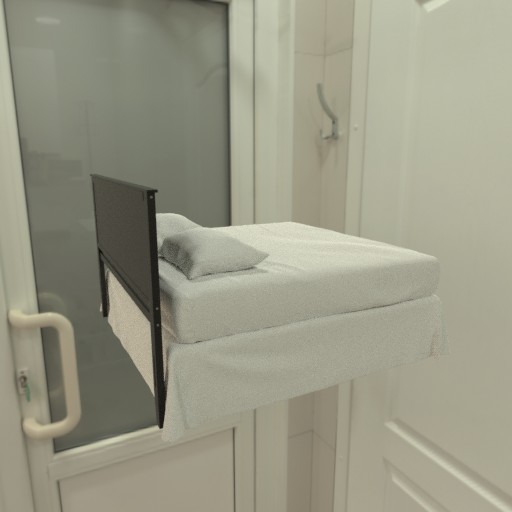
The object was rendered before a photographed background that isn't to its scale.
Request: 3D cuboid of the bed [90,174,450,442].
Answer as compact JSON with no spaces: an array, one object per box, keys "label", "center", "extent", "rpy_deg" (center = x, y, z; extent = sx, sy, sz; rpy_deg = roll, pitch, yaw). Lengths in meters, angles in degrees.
[{"label":"bed","center":[0.000,0.000,3.576],"extent":[2.219,1.271,2.315],"rpy_deg":[-6,14,-26]}]
